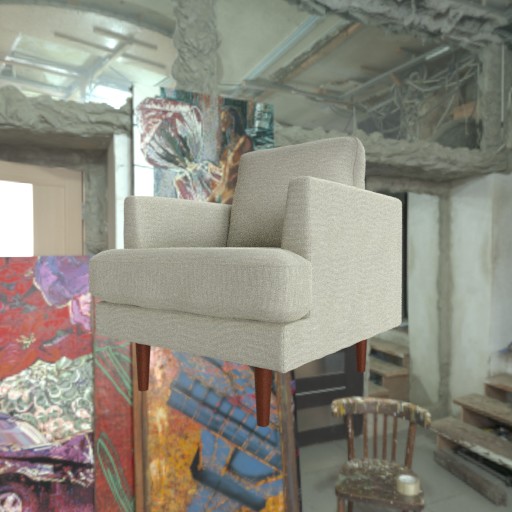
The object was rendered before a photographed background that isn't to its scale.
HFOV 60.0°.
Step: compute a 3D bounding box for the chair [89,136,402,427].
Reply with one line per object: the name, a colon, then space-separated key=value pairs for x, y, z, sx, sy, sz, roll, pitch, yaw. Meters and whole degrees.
chair: x=0.000 y=0.000 z=1.670 sx=0.858 sy=0.957 sz=0.899 roll=1 pitch=1 yaw=37
